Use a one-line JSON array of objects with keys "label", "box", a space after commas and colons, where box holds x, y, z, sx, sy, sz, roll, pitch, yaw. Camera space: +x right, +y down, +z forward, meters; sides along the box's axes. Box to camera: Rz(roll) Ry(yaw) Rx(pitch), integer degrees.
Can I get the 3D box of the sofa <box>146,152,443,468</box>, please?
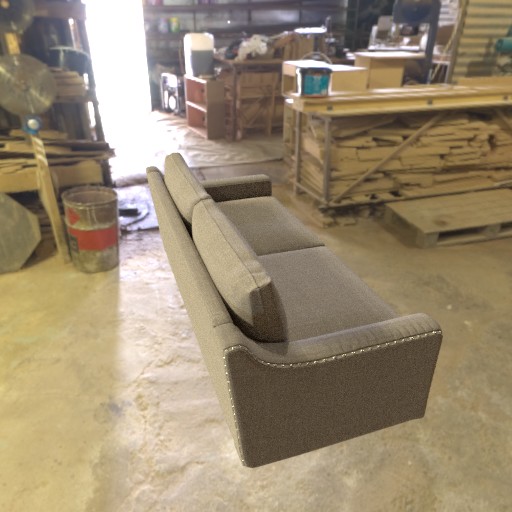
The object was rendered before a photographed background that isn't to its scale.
[{"label": "sofa", "box": [0.000, 0.000, 2.692, 1.000, 0.857, 2.208, -9, 30, -17]}]
